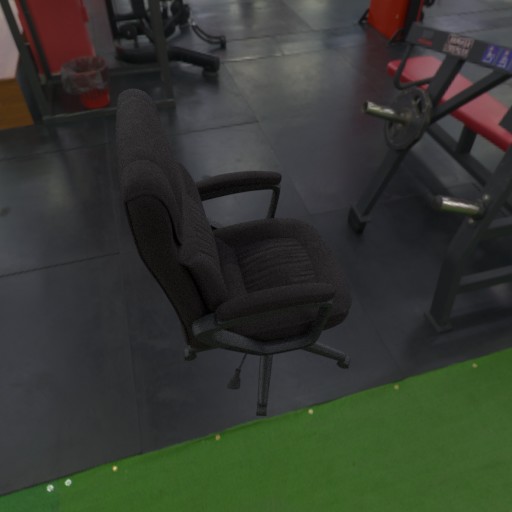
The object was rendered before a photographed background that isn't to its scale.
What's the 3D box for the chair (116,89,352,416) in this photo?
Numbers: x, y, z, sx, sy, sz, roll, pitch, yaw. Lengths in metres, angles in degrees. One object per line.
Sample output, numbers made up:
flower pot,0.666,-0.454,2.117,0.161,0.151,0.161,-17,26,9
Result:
chair,0.000,0.000,1.533,0.724,1.105,0.667,-10,47,-9
